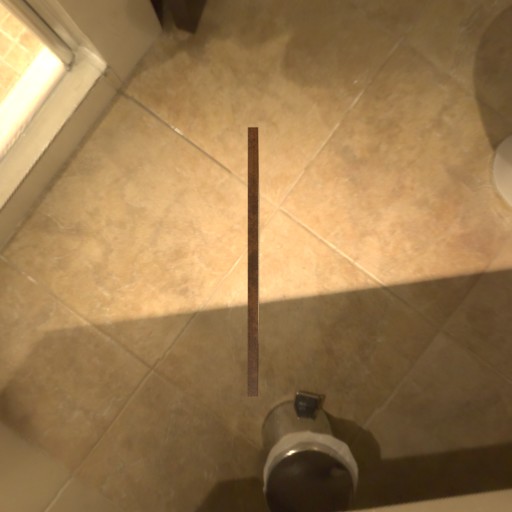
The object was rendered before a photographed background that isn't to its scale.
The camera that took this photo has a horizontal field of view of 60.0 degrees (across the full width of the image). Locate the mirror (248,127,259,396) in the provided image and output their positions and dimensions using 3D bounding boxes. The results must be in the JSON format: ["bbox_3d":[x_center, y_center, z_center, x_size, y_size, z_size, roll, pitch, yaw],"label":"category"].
[{"bbox_3d":[0.000,0.000,2.352,0.032,2.031,0.812,0,91,1],"label":"mirror"}]
